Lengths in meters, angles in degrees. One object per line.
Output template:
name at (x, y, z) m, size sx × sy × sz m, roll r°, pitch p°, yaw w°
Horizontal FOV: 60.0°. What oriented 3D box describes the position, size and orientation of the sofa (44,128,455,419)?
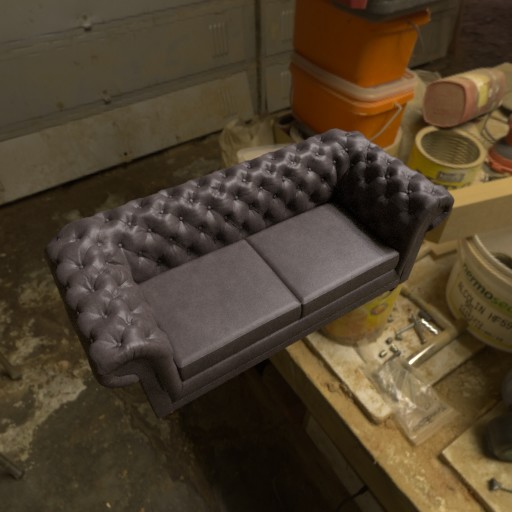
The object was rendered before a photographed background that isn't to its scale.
sofa at (0.000, 0.000, 2.553) m, size 2.048 × 0.779 × 0.944 m, roll -24°, pitch 51°, yaw -22°
